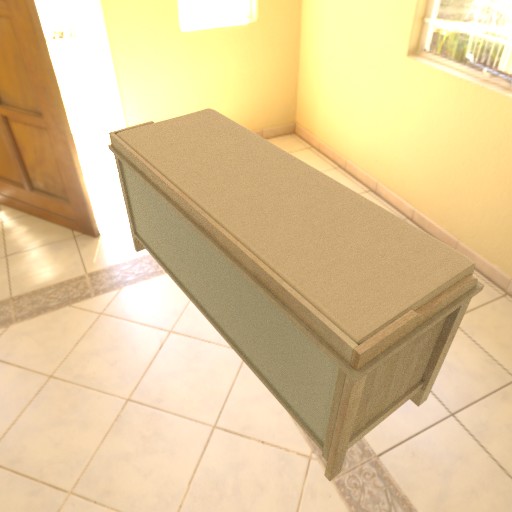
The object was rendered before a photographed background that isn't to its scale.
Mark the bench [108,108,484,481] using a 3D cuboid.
[{"bbox_3d":[0.000,0.000,1.357,0.398,0.501,1.140,-25,46,-27],"label":"bench"}]
